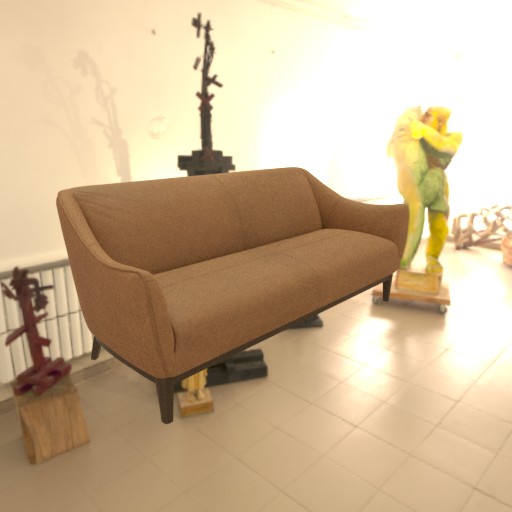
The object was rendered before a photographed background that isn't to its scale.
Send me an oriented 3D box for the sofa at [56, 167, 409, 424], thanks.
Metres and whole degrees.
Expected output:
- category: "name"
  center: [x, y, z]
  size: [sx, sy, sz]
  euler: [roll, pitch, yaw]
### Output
- category: "sofa"
  center: [0.000, 0.000, 2.424]
  size: [0.869, 0.830, 1.928]
  euler: [15, 22, 42]
